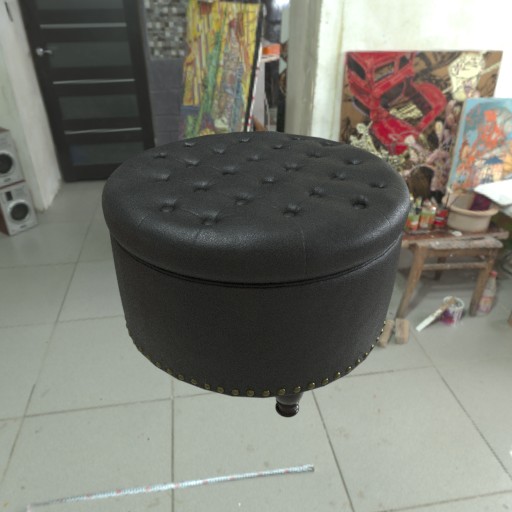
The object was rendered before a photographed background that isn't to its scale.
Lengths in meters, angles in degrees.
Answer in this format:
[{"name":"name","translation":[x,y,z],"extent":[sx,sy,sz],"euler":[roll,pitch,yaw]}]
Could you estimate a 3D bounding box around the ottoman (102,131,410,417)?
[{"name":"ottoman","translation":[0.000,0.000,1.047],"extent":[0.637,0.442,0.637],"euler":[0,32,0]}]
